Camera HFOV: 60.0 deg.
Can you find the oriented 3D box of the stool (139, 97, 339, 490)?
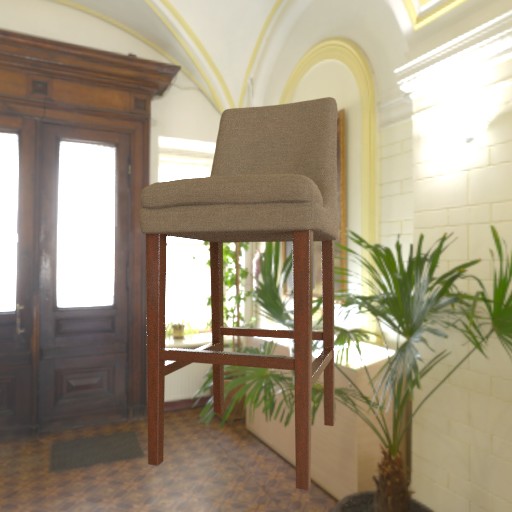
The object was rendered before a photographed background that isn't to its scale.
[{"bbox_3d":[0.000,0.000,1.326,0.470,1.078,0.577,0,-1,18],"label":"stool"}]
